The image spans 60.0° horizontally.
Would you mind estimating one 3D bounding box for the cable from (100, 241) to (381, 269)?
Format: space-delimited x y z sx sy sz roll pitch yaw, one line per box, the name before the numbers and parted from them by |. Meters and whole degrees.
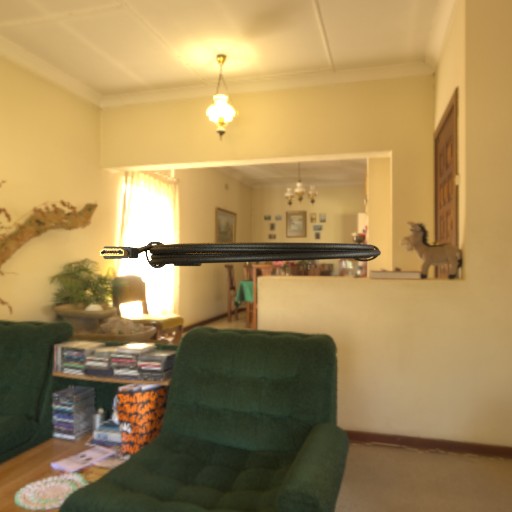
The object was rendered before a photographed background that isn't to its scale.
cable | 0.000 0.000 0.519 0.257 0.030 0.422 0 0 -1
